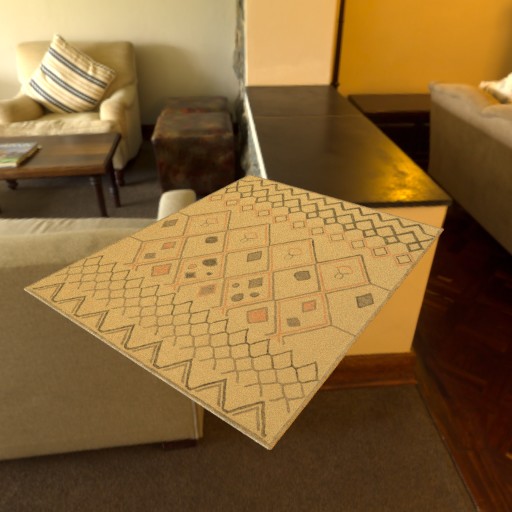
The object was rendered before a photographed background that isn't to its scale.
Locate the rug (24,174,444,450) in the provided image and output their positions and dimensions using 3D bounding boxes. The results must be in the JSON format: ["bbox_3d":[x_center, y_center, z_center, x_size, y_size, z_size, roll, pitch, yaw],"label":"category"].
[{"bbox_3d":[0.000,0.000,4.021,2.441,0.016,3.050,21,38,30],"label":"rug"}]
